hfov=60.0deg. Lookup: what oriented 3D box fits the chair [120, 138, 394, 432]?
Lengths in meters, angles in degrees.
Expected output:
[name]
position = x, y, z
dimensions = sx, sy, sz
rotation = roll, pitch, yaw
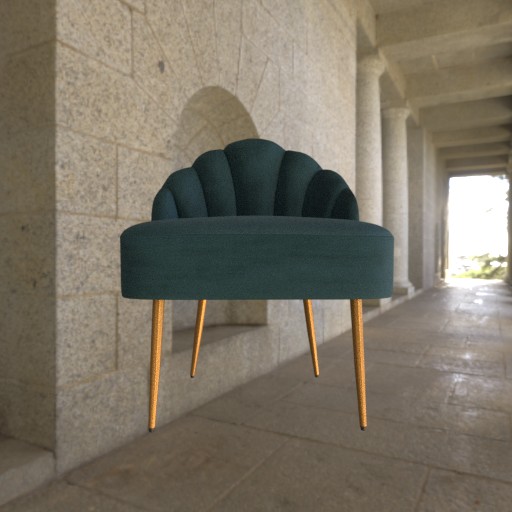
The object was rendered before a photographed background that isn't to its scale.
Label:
[chair]
position = 0.000, 0.000, 1.274
dimensions = 0.657, 0.819, 0.599
rotation = 0, 0, -1
